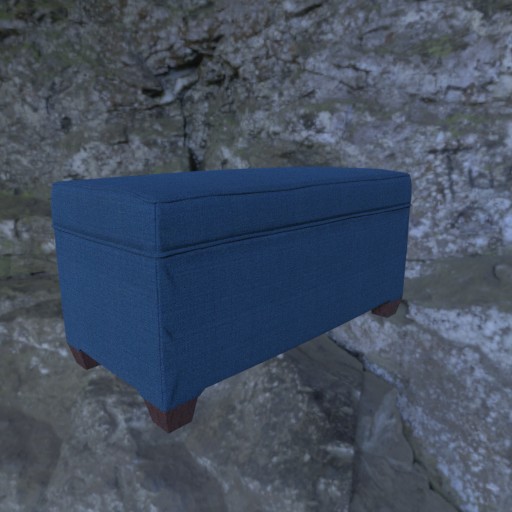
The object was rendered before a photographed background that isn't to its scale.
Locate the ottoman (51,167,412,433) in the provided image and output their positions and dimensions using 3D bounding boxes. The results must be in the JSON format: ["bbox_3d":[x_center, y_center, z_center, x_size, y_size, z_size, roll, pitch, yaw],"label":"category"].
[{"bbox_3d":[0.000,0.000,1.236,0.474,0.474,0.943,13,19,43],"label":"ottoman"}]
